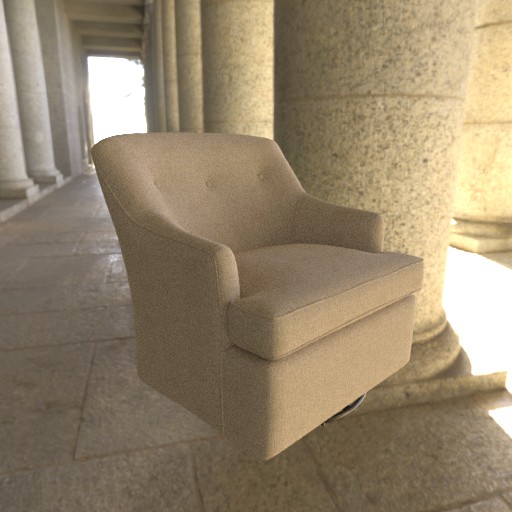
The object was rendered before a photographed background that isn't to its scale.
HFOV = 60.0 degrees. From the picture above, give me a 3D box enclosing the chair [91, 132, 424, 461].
[{"bbox_3d":[0.000,0.000,1.578,0.864,0.856,0.923,-14,20,-42],"label":"chair"}]
